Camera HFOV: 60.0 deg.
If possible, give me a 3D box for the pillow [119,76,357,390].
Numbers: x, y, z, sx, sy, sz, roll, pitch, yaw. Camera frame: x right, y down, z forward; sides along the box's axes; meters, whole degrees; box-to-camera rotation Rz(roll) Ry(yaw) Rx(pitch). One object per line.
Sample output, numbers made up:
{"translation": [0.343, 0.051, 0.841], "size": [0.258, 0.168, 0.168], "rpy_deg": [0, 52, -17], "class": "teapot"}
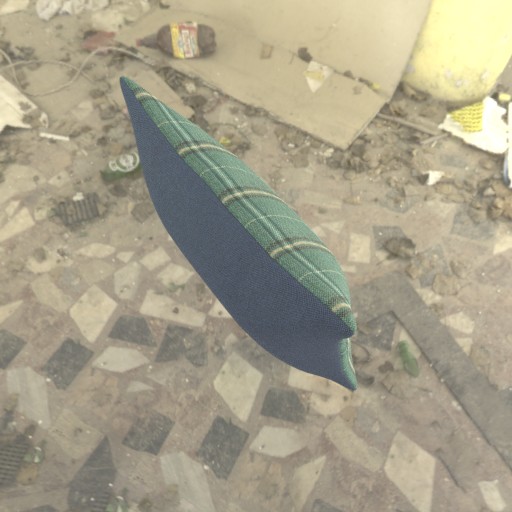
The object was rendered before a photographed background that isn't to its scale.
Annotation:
{"translation": [0.000, 0.000, 0.691], "size": [0.200, 0.430, 0.453], "rpy_deg": [-32, 63, -19], "class": "pillow"}
